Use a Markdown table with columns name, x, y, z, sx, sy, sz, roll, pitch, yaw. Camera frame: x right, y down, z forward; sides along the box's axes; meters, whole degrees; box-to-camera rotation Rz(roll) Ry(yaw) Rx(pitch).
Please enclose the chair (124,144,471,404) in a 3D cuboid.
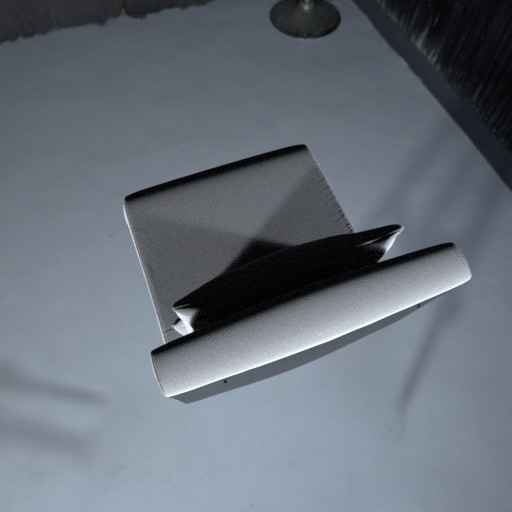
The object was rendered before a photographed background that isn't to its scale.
| name | x | y | z | sx | sy | sz | roll | pitch | yaw |
| --- | --- | --- | --- | --- | --- | --- | --- | --- | --- |
| chair | 0.000 | 0.000 | 1.503 | 0.770 | 0.808 | 0.902 | -19 | 62 | -10 |
